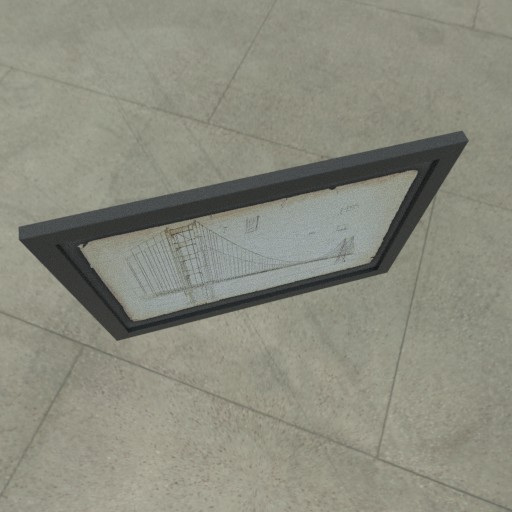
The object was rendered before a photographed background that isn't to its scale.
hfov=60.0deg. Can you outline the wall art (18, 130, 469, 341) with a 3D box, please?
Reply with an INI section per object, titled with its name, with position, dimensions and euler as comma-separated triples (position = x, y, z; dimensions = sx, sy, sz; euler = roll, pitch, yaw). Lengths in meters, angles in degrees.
[wall art]
position = 0.000, 0.000, 0.551
dimensions = 0.432, 0.306, 0.016
euler = -13, 64, -7
